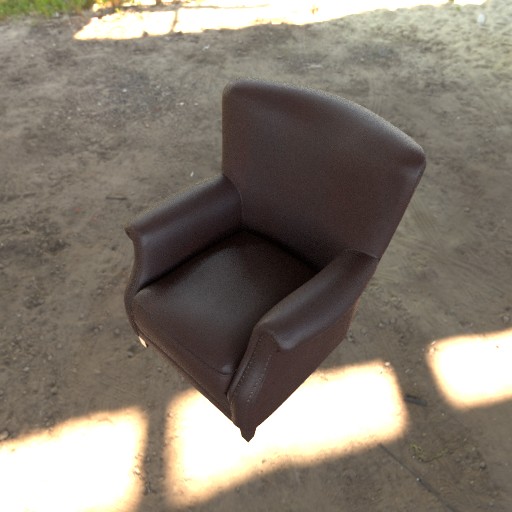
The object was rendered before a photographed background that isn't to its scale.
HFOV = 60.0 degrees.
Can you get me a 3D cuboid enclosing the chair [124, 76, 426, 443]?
[{"bbox_3d":[0.000,0.000,1.382,0.700,0.800,0.746,33,54,28],"label":"chair"}]
